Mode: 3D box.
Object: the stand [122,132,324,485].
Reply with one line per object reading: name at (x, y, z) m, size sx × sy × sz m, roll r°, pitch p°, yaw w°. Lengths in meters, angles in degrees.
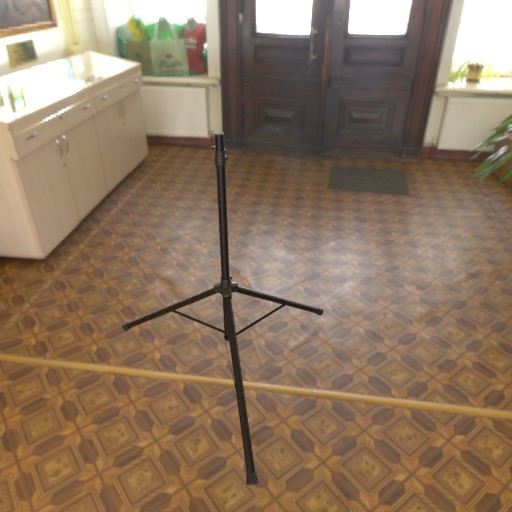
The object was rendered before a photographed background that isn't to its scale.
stand at (0.000, 0.000, 2.732) m, size 1.339 × 1.595 × 1.596 m, roll -22°, pitch 38°, yaw -31°
